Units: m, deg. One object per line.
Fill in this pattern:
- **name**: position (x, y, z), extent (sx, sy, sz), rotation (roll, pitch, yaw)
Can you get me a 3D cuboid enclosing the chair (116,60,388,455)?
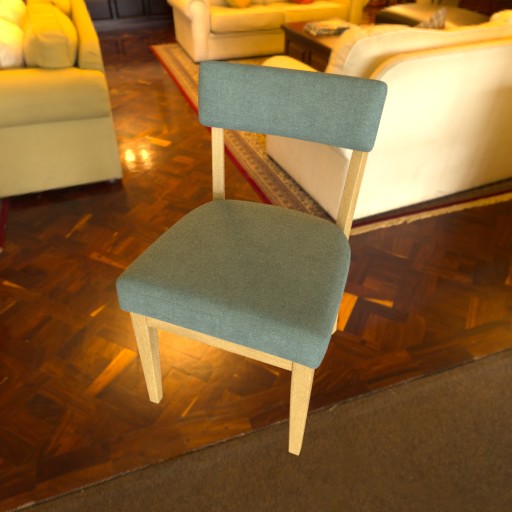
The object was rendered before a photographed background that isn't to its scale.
- **chair**: position (0.000, 0.000, 1.183), extent (0.508, 0.832, 0.572), rotation (14, 41, 16)
